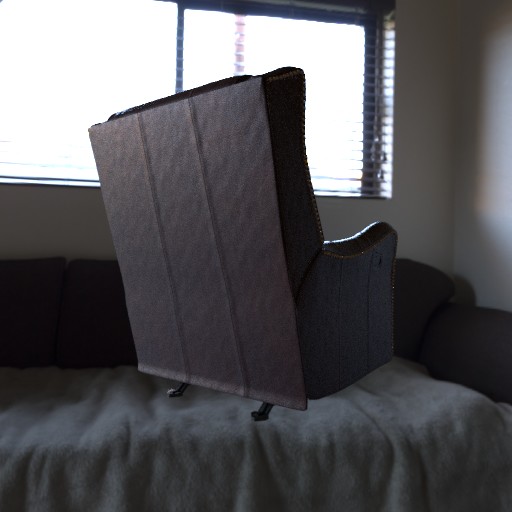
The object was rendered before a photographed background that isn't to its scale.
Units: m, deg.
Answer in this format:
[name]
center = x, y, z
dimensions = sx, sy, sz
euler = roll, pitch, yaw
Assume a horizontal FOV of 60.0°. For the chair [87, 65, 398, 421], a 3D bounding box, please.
[chair]
center = 0.000, 0.000, 1.793
dimensions = 0.869, 1.084, 1.008
euler = 0, 0, 37
